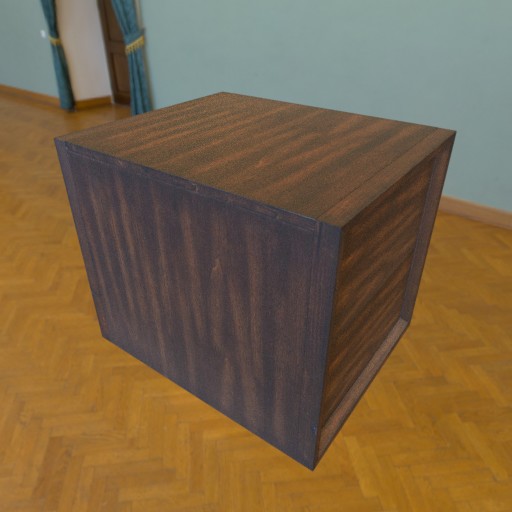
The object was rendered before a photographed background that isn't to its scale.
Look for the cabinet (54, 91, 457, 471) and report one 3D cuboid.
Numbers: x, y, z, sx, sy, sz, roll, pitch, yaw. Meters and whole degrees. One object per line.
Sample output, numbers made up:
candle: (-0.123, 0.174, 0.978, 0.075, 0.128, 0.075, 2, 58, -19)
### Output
cabinet: (0.000, 0.000, 0.816, 0.500, 0.455, 0.402, 21, 38, 30)
